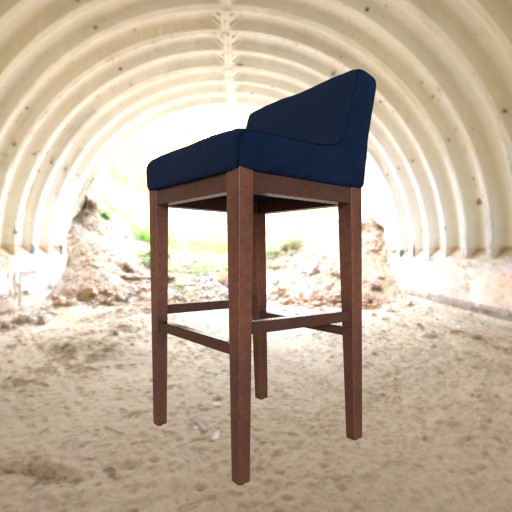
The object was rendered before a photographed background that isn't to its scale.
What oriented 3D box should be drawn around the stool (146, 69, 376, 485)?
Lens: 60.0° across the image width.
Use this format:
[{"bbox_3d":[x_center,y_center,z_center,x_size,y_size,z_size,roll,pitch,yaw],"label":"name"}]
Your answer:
[{"bbox_3d":[0.000,0.000,1.312,0.500,1.037,0.511,-1,1,-37],"label":"stool"}]
